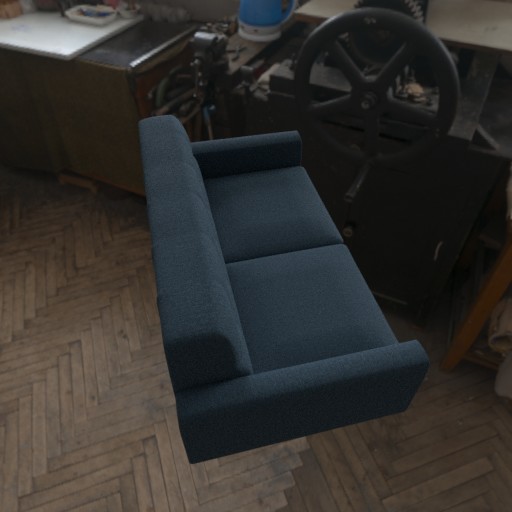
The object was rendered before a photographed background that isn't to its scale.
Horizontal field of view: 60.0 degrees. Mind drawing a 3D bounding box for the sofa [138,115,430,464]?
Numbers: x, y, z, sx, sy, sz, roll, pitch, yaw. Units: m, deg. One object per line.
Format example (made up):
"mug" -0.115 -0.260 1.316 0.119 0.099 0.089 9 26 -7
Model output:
"sofa" 0.000 0.000 2.185 0.942 0.896 1.651 -10 47 -9
